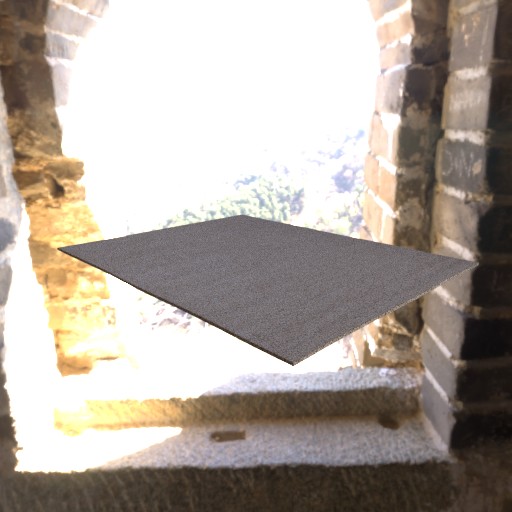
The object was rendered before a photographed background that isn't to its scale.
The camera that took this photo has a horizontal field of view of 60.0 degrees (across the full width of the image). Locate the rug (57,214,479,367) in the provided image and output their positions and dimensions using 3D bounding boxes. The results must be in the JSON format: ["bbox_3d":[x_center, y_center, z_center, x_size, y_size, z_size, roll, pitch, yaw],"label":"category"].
[{"bbox_3d":[0.000,0.000,4.015,2.400,0.026,3.000,-15,22,-42],"label":"rug"}]
